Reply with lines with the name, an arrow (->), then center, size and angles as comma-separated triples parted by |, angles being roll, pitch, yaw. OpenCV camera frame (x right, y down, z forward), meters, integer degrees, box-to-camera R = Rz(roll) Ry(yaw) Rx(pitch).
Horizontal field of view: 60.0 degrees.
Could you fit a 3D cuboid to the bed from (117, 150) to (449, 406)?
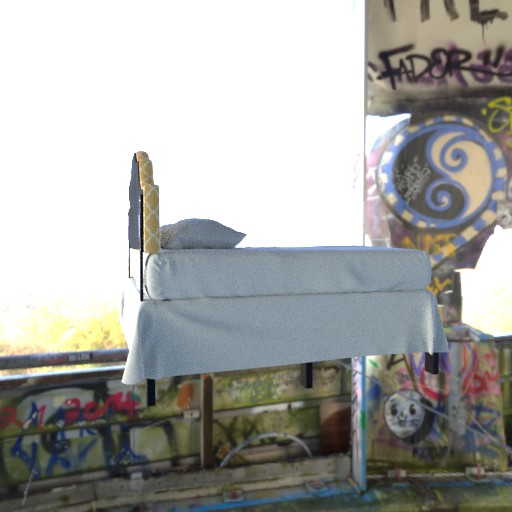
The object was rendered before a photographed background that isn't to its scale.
bed -> 0.000, 0.000, 3.728 | 2.222, 1.601, 2.314 | -1, 2, -18
